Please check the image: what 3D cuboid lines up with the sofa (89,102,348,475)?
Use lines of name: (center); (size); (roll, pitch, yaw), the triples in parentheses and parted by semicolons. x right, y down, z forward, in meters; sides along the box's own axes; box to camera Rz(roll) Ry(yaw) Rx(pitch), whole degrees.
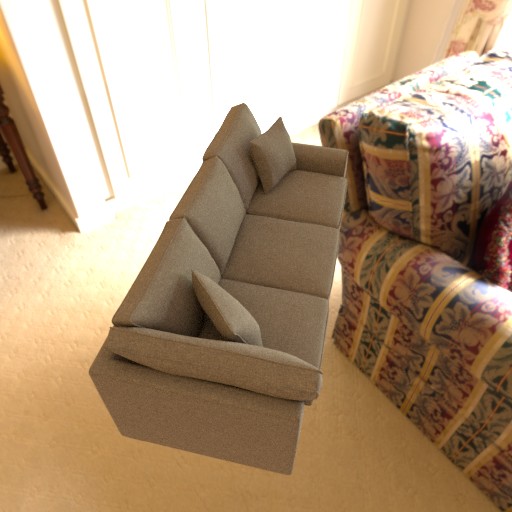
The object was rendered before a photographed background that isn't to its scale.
sofa: (0.000, 0.000, 2.898); (1.061, 0.962, 2.317); (10, 47, 9)
